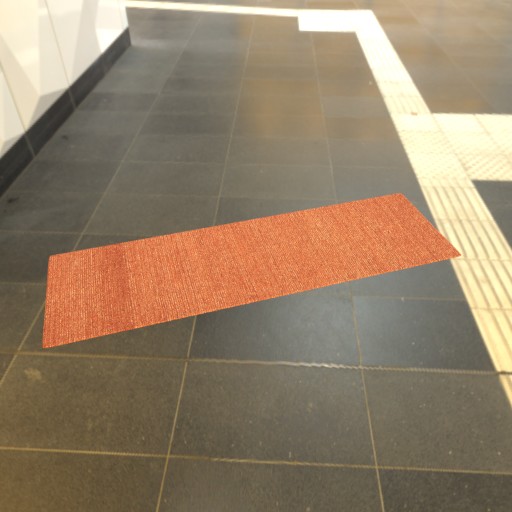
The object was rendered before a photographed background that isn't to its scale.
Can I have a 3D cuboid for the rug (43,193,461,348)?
[{"bbox_3d":[0.000,0.000,2.581,2.307,0.012,0.687,-11,43,-12],"label":"rug"}]
